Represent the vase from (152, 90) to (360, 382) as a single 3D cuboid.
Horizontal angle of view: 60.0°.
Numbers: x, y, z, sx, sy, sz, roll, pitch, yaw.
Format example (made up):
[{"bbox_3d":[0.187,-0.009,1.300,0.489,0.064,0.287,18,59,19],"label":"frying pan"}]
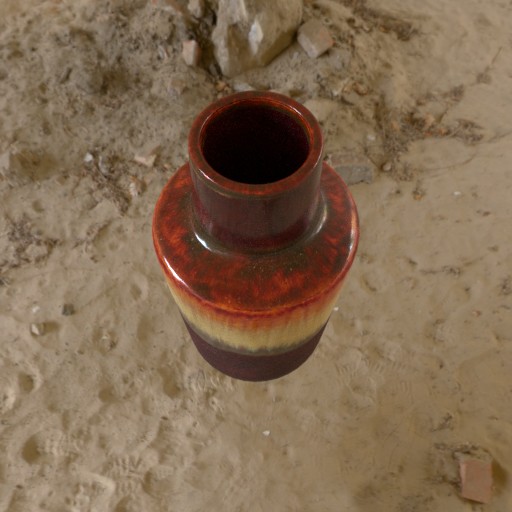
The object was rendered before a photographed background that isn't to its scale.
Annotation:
[{"bbox_3d":[0.000,0.000,0.265,0.108,0.204,0.108,0,63,0],"label":"vase"}]
